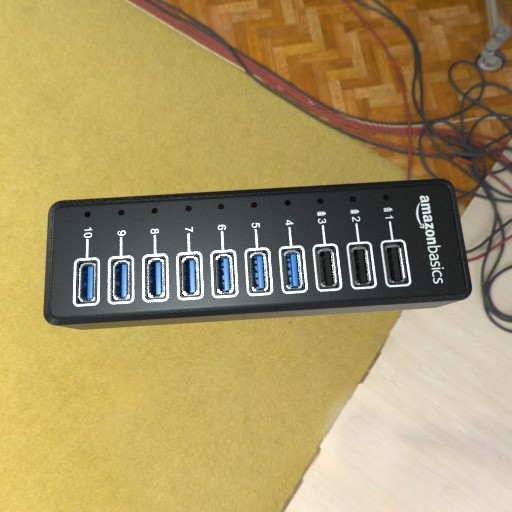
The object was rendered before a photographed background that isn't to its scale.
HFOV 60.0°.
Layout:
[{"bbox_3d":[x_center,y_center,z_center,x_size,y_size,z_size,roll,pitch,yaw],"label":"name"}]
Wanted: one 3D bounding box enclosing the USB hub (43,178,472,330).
[{"bbox_3d":[0.000,0.000,0.164,0.145,0.023,0.044,-3,77,-1],"label":"USB hub"}]
